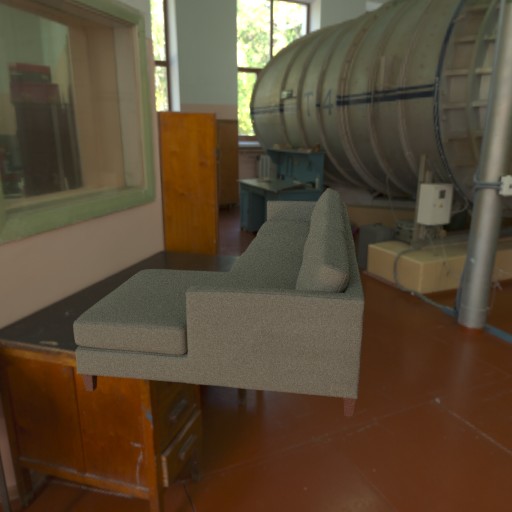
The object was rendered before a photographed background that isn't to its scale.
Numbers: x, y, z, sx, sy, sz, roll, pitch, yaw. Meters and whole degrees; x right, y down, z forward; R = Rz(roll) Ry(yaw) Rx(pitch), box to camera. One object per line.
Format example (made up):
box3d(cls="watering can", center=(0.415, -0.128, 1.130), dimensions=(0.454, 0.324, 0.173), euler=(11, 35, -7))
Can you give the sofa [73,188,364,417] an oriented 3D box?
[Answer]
box3d(cls="sofa", center=(0.000, 0.000, 3.876), dimensions=(1.625, 0.861, 3.186), euler=(3, 16, 9))
